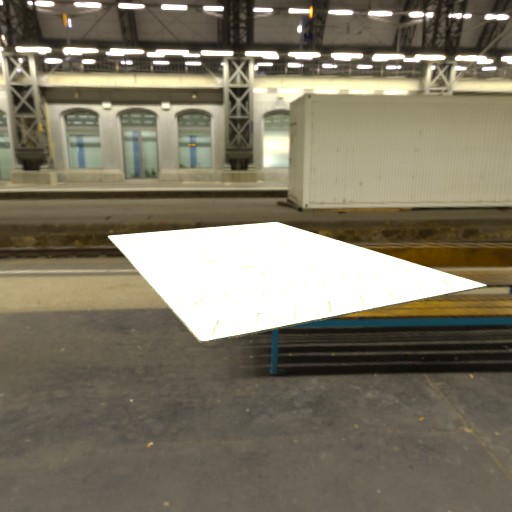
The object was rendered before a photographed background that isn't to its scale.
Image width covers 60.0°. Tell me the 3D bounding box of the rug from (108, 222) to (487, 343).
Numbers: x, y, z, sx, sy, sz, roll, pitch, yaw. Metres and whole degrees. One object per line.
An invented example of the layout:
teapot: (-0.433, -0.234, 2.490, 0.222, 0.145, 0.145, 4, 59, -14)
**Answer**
rug: (0.000, 0.000, 2.372, 1.260, 0.009, 1.820, -7, 15, -26)
